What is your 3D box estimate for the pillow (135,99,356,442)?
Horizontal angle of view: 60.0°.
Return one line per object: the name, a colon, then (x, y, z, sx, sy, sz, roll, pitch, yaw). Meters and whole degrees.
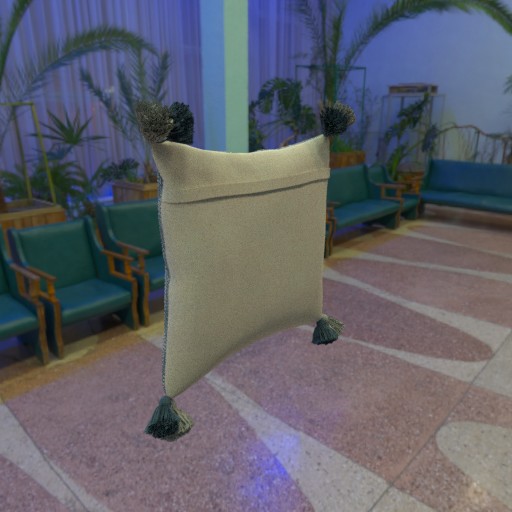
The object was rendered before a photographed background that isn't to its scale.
pillow: (0.000, 0.000, 0.942, 0.614, 0.634, 0.138, -16, 24, -41)
